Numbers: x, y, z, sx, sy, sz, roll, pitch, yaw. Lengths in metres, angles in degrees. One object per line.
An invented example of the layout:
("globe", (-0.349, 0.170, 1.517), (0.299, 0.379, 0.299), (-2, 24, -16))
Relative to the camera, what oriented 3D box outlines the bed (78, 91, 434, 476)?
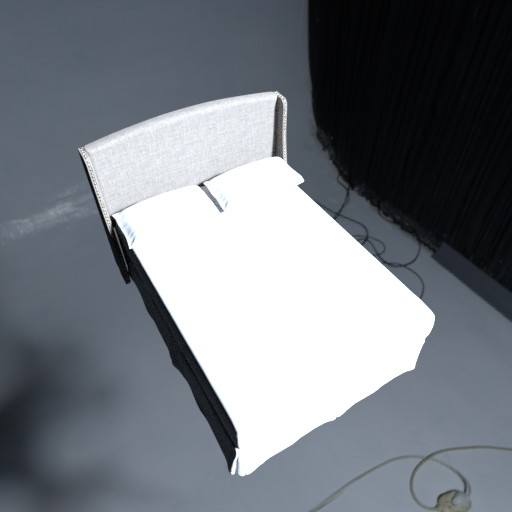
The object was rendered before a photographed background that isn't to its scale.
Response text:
("bed", (0.000, 0.000, 3.319), (1.710, 1.407, 2.237), (-24, 51, -21))
